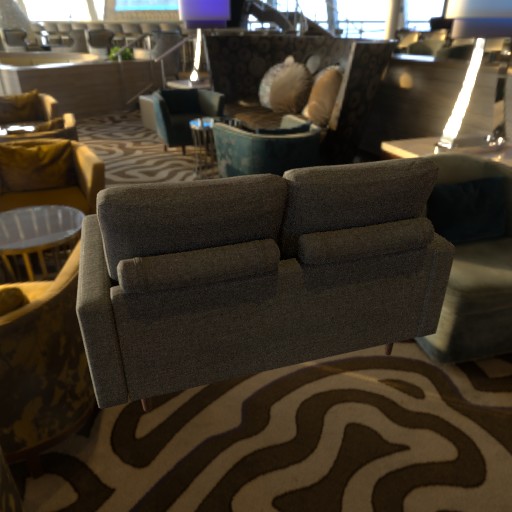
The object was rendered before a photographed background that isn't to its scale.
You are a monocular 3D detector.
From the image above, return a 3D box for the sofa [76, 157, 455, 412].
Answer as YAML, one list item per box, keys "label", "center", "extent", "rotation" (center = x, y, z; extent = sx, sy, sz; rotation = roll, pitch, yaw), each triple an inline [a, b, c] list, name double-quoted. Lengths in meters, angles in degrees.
- label: "sofa"
  center: [0.000, 0.000, 1.919]
  extent: [1.407, 0.907, 0.842]
  rotation: [-9, 29, -16]
